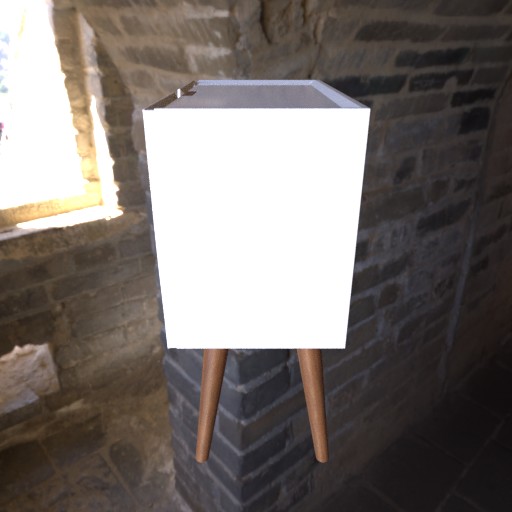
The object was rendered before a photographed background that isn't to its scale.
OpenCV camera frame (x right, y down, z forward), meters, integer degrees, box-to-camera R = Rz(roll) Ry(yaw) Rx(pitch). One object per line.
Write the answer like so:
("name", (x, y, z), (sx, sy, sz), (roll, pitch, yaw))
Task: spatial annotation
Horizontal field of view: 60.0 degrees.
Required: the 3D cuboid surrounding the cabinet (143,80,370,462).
("cabinet", (0.000, 0.000, 1.096), (0.344, 0.772, 0.591), (0, 26, 0))
